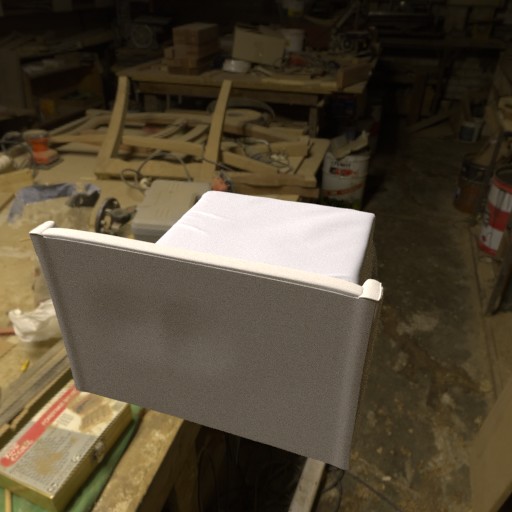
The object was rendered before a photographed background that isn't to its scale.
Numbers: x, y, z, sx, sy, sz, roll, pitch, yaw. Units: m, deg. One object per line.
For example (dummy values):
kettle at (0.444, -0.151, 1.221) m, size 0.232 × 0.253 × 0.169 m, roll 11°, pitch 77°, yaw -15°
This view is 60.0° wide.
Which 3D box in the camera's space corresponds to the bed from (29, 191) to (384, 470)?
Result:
bed at (0.000, 0.000, 3.424) m, size 1.925 × 1.332 × 2.276 m, roll 10°, pitch 34°, yaw 16°
